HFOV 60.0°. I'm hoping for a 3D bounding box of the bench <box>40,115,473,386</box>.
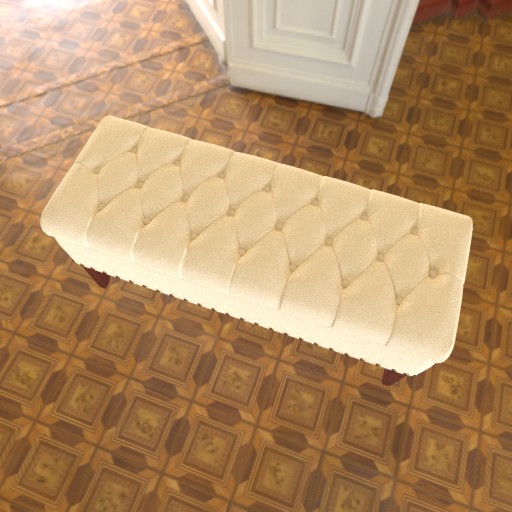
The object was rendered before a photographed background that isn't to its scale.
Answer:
[{"bbox_3d":[0.000,0.000,1.316,1.054,0.470,0.400,17,66,8],"label":"bench"}]
